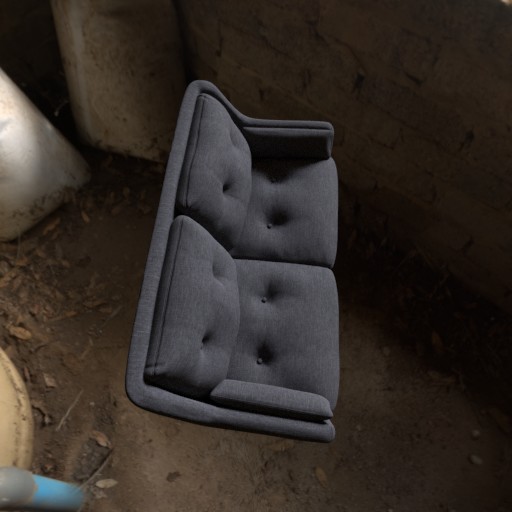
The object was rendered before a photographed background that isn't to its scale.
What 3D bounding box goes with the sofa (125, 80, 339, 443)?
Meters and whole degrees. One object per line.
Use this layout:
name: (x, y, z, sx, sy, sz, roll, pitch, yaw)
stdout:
sofa: (0.000, 0.000, 2.525, 0.975, 0.896, 1.929, 4, 63, 2)
